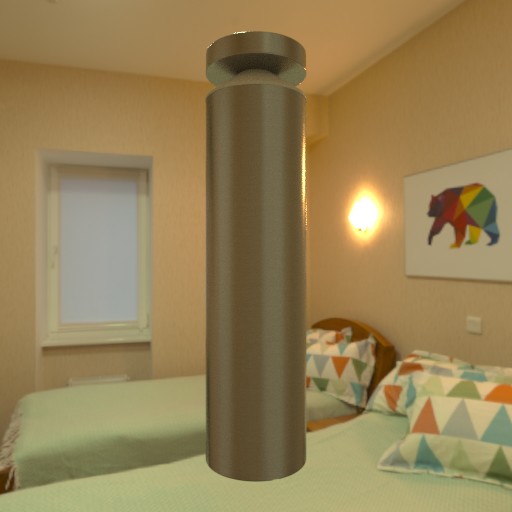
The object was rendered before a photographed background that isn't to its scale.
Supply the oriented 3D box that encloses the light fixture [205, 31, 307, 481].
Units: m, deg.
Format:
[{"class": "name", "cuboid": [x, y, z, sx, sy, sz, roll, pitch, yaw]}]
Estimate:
[{"class": "light fixture", "cuboid": [0.000, 0.000, 0.444, 0.102, 0.400, 0.102, 0, 0, 37]}]
